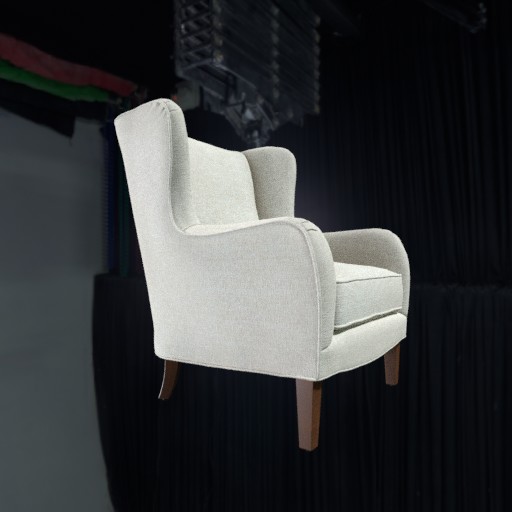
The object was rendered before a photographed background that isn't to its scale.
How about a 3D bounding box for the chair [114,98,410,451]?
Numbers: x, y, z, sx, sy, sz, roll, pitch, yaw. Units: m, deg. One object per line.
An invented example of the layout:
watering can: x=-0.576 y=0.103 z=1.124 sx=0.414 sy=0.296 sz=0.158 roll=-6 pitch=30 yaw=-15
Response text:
chair: x=0.000 y=0.000 z=1.710 sx=0.966 sy=1.040 sz=0.838 roll=0 pitch=0 yaw=34
